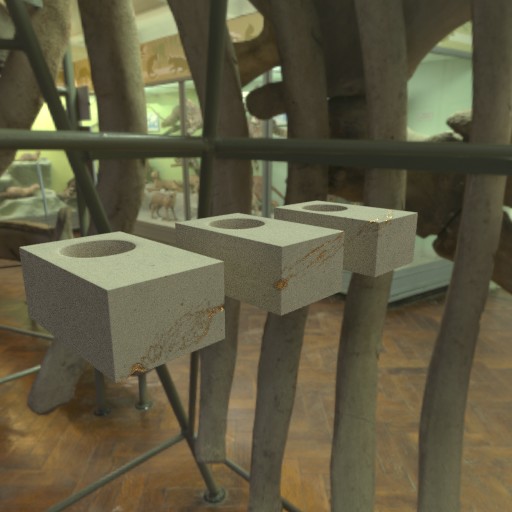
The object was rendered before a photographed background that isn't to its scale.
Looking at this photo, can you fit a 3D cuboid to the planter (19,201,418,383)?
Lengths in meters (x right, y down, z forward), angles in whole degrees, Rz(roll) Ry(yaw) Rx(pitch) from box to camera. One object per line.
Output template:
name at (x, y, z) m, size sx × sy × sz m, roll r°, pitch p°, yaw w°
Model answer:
planter at (0.000, 0.000, 0.381) m, size 0.127 × 0.051 × 0.333 m, roll 14°, pitch 21°, yaw 43°
